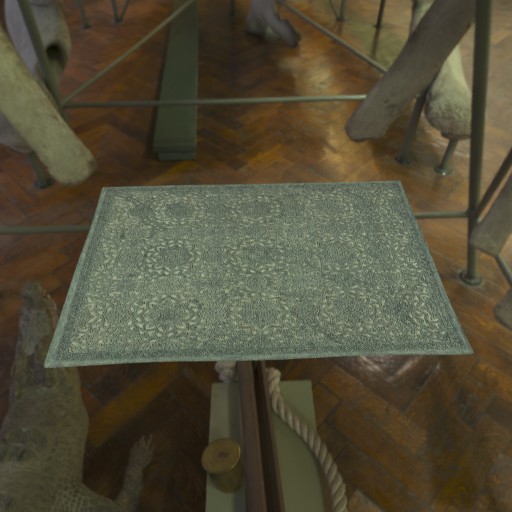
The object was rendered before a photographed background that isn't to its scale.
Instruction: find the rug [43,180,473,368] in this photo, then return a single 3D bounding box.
[{"bbox_3d":[0.000,0.000,2.297,1.830,0.016,1.224,-2,46,-1],"label":"rug"}]
